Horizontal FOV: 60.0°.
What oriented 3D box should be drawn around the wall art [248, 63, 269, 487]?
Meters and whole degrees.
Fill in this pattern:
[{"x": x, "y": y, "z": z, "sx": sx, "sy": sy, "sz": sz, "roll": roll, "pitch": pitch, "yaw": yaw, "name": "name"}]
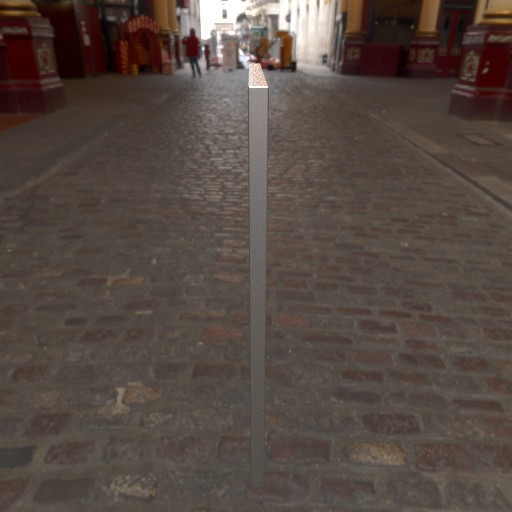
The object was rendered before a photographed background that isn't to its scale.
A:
[{"x": 0.000, "y": 0.000, "z": 1.378, "sx": 0.037, "sy": 1.062, "sz": 0.801, "roll": 0, "pitch": 26, "yaw": -1, "name": "wall art"}]
